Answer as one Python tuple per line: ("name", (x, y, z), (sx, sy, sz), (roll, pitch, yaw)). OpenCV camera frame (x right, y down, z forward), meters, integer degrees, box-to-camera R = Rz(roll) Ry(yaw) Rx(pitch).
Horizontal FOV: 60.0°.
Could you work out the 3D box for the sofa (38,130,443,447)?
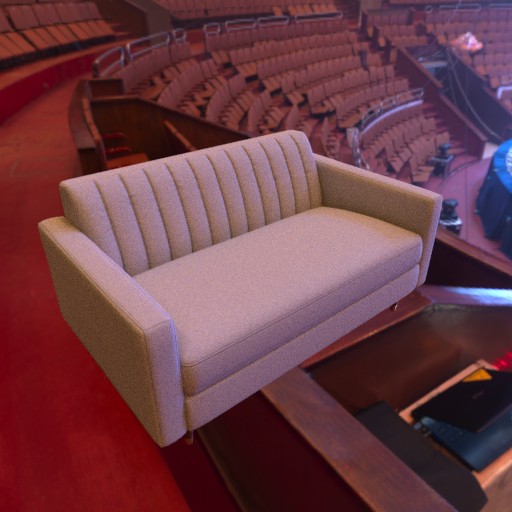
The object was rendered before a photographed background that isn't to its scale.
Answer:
("sofa", (0.000, 0.000, 2.077), (1.585, 0.801, 0.950), (-23, 37, -34))
